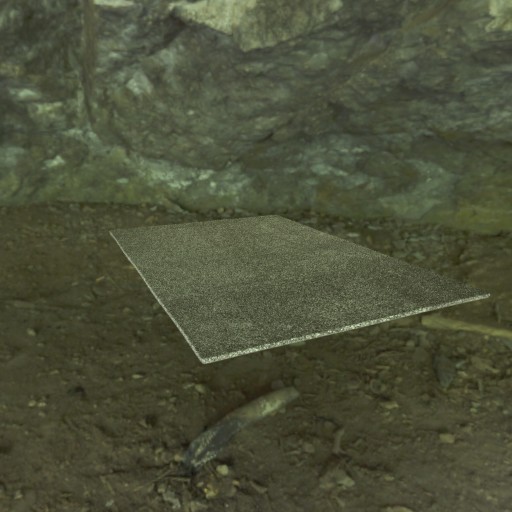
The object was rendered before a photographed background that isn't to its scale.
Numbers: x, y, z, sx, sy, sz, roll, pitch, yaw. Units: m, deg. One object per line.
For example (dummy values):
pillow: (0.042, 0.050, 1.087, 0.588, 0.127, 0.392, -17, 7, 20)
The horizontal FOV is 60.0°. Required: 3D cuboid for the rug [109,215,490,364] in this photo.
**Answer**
rug: (0.000, 0.000, 3.422, 1.802, 0.026, 2.699, -8, 18, -25)
